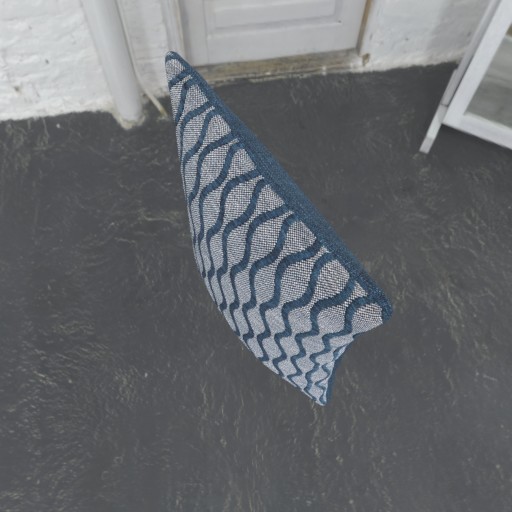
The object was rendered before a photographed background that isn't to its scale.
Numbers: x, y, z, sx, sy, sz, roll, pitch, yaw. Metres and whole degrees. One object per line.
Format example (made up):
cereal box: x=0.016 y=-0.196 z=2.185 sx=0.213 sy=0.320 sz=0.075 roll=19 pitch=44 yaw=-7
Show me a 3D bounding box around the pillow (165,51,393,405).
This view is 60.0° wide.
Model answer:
pillow: x=0.000 y=0.000 z=0.668 sx=0.159 sy=0.435 sz=0.435 roll=-30 pitch=66 yaw=-15
